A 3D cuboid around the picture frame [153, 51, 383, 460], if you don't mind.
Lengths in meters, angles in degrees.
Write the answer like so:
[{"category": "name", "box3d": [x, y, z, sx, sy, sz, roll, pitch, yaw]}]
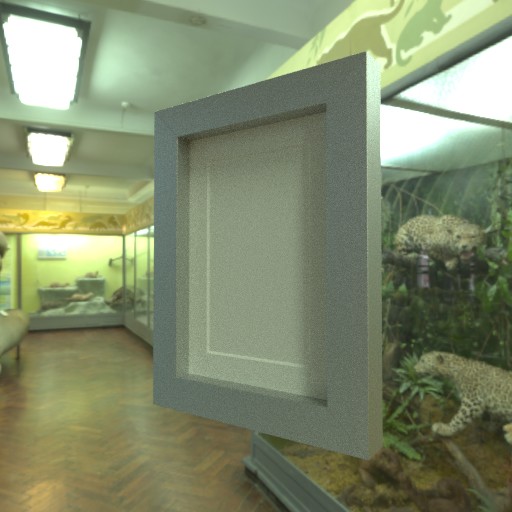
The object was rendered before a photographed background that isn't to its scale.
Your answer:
[{"category": "picture frame", "box3d": [0.000, 0.000, 0.281, 0.157, 0.208, 0.028, -1, -1, 35]}]
